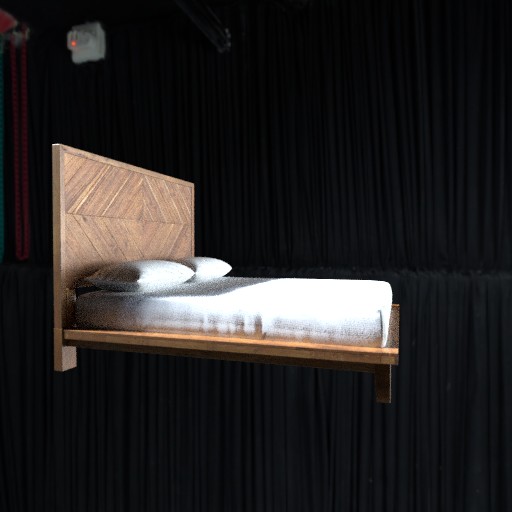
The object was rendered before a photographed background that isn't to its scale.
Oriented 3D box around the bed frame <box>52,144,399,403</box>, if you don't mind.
[{"bbox_3d":[0.000,0.000,3.636,2.235,1.537,2.038,0,1,18],"label":"bed frame"}]
